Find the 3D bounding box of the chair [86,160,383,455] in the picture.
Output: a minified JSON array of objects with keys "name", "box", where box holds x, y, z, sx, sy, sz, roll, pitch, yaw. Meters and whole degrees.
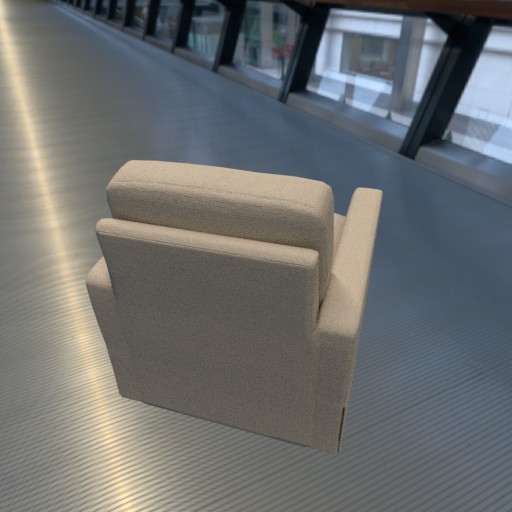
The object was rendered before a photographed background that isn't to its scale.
[{"name":"chair","box":[0.000,0.000,1.500,0.755,0.827,0.888,9,32,15]}]
